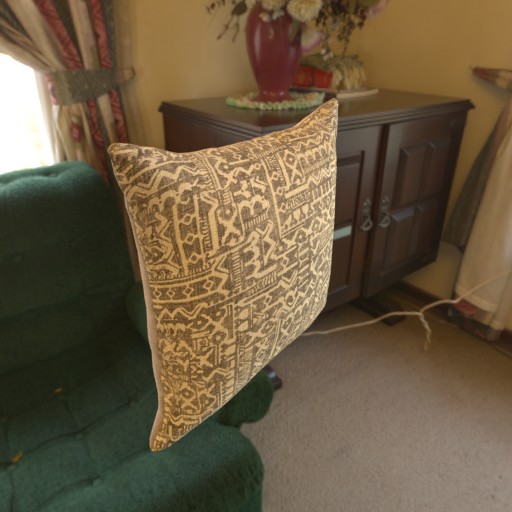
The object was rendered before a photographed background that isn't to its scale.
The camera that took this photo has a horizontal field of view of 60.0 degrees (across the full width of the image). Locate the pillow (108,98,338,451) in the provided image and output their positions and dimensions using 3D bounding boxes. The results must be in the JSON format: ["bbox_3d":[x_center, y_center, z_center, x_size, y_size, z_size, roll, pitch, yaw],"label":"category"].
[{"bbox_3d":[0.000,0.000,0.788,0.180,0.487,0.546,18,31,33],"label":"pillow"}]
